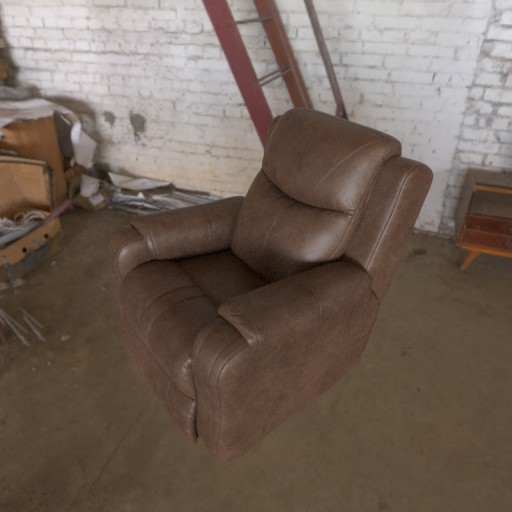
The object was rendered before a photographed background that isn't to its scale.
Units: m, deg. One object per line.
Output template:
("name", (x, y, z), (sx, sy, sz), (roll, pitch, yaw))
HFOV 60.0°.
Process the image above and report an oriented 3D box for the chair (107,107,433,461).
("chair", (0.000, 0.000, 1.806), (1.067, 0.990, 0.940), (-21, 39, -29))
